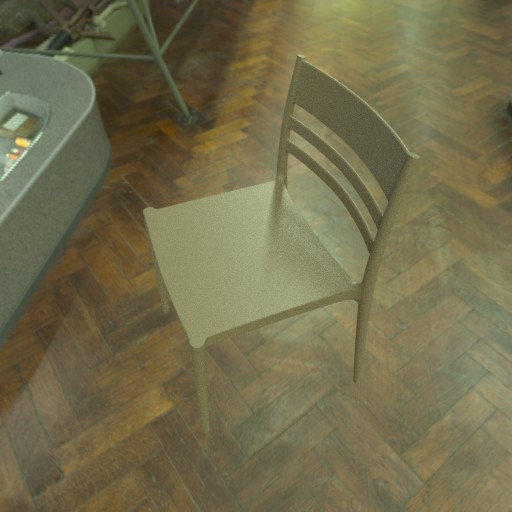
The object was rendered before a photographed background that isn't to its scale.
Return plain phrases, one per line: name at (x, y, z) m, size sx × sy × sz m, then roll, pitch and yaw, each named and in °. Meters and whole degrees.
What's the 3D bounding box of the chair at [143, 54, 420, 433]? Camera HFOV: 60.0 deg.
chair at (0.000, 0.000, 1.163) m, size 0.511 × 0.800 × 0.531 m, roll -17°, pitch 49°, yaw -15°
